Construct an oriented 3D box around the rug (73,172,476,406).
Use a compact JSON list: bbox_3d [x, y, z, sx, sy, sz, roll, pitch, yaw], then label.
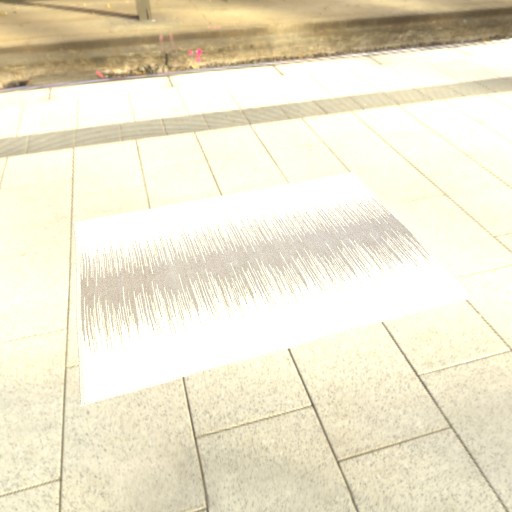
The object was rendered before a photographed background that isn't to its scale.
[{"bbox_3d":[0.000,0.000,2.332,1.815,0.007,1.226,-12,42,-14],"label":"rug"}]
